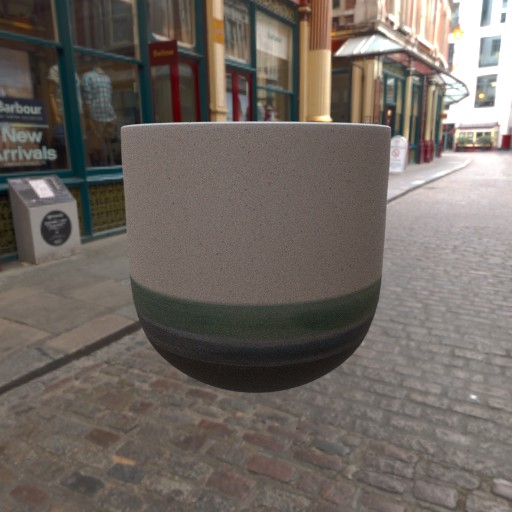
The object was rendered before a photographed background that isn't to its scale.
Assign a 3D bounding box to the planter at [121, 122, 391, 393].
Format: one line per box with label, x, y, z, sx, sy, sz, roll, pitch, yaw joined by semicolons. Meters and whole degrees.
planter;0.000;0.000;0.487;0.268;0.270;0.268;0;14;0
